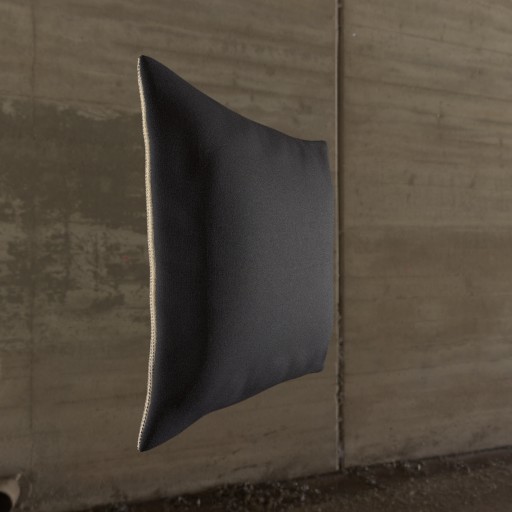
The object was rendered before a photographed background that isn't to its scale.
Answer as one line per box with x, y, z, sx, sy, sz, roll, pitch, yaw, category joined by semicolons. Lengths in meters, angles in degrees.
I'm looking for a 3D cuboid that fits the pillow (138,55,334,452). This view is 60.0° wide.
0.000;0.000;0.772;0.166;0.508;0.520;0;-1;36;pillow
